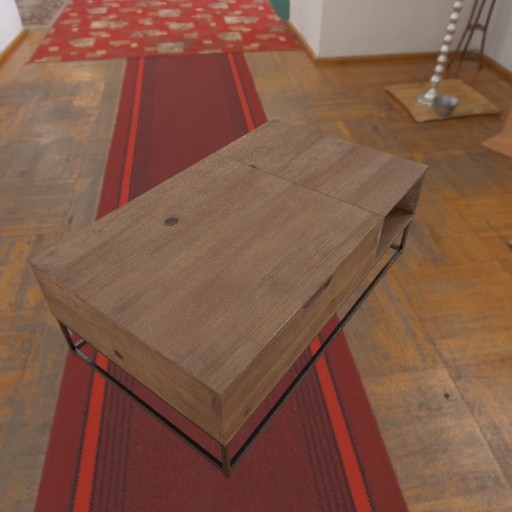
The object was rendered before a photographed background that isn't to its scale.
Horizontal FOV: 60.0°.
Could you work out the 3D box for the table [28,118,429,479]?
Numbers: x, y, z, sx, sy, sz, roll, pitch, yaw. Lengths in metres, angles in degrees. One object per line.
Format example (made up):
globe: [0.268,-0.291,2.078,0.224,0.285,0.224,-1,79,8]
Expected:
table: [0.000,0.000,1.459,0.655,0.395,1.101,26,47,27]
